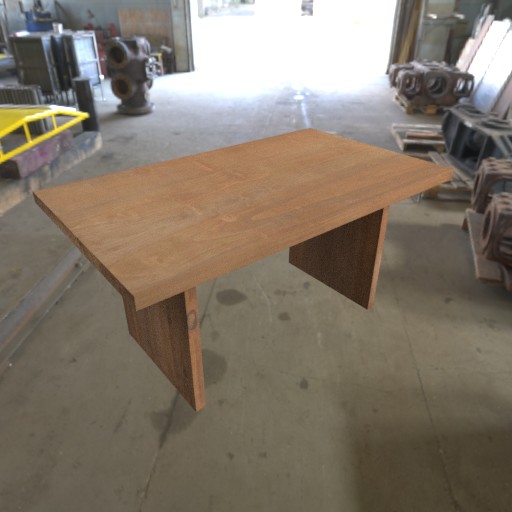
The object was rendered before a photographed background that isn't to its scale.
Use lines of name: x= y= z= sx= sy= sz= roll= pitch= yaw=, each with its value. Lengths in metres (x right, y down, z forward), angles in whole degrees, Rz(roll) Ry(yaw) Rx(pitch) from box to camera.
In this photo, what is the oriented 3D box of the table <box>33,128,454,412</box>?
table: x=0.000 y=0.000 z=2.144 sx=1.609 sy=0.780 sz=0.946 roll=-22 pitch=37 yaw=-33
